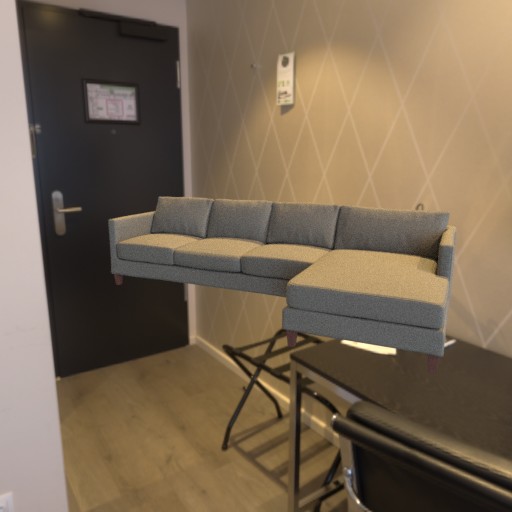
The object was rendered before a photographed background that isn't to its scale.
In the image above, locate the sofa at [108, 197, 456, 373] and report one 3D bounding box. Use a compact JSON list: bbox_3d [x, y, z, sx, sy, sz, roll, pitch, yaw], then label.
[{"bbox_3d":[0.000,0.000,3.916,3.186,0.861,1.625,6,14,24],"label":"sofa"}]
